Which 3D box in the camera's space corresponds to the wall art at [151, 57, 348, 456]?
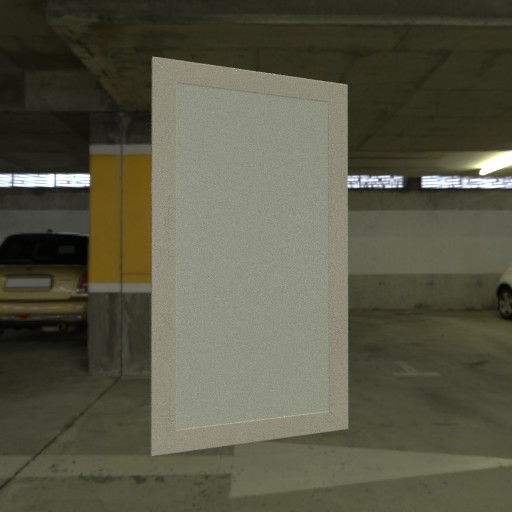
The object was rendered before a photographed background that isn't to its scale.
[{"bbox_3d":[0.000,0.000,0.824,0.380,0.683,0.013,0,-1,-19],"label":"wall art"}]
